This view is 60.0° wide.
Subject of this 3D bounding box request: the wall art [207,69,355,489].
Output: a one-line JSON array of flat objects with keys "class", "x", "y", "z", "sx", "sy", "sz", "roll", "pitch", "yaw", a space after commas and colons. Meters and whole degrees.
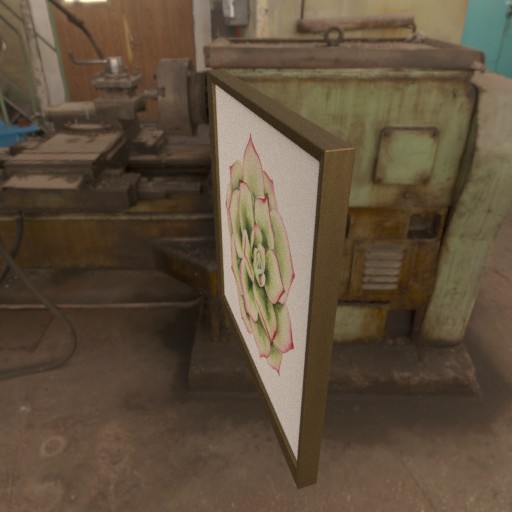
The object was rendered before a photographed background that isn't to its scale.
[{"class": "wall art", "x": 0.000, "y": 0.000, "z": 0.731, "sx": 0.031, "sy": 0.506, "sz": 0.503, "roll": -9, "pitch": 32, "yaw": -15}]
